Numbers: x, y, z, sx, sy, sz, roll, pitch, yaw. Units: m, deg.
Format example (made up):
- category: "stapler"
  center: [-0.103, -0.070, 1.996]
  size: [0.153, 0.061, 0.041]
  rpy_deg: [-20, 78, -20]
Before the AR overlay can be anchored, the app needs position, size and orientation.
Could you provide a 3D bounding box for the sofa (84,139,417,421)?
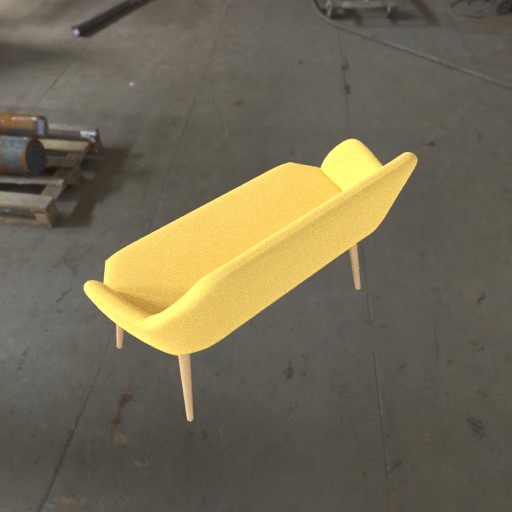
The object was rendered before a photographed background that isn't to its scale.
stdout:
- category: "sofa"
  center: [0.000, 0.000, 1.614]
  size: [1.150, 0.840, 0.610]
  rpy_deg: [-32, 55, -26]
